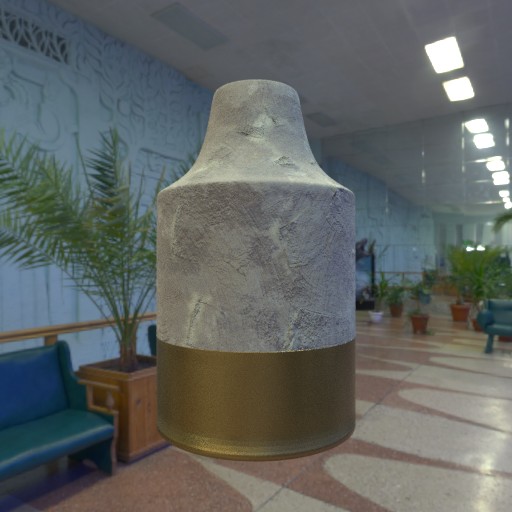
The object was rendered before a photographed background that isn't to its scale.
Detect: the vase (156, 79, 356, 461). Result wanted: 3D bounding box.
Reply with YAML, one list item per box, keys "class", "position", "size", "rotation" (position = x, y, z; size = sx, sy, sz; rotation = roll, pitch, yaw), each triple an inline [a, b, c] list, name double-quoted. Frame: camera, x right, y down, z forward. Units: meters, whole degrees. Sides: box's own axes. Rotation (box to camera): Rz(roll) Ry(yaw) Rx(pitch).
- class: "vase"
  position: [0.000, 0.000, 0.420]
  size: [0.184, 0.305, 0.184]
  rotation: [0, 0, 0]
